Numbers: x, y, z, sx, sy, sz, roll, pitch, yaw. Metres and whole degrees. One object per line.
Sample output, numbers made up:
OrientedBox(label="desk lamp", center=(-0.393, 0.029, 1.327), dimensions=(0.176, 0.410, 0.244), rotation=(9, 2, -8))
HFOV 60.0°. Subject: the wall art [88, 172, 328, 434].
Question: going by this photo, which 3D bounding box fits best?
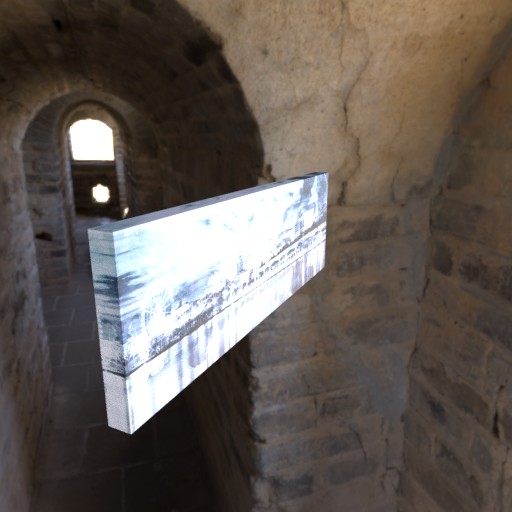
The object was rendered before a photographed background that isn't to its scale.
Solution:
OrientedBox(label="wall art", center=(0.000, 0.000, 0.837), dimensions=(0.037, 0.251, 0.759), rotation=(8, 18, 25))
